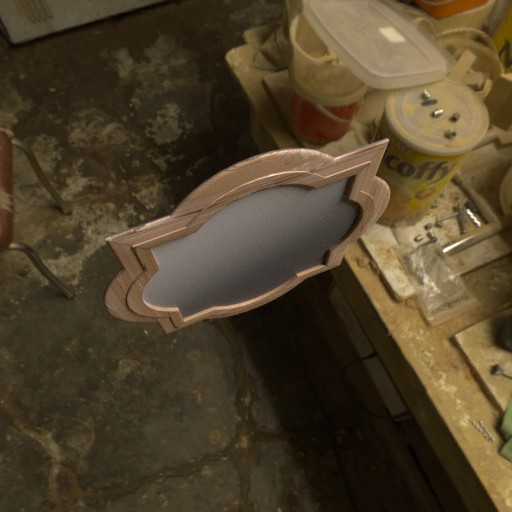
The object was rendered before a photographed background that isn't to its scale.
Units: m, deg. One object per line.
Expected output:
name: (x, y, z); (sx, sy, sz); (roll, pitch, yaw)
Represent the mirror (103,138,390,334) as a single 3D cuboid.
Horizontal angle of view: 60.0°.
mirror: (0.000, 0.000, 1.032); (0.686, 0.686, 0.019); (-21, 65, -10)
